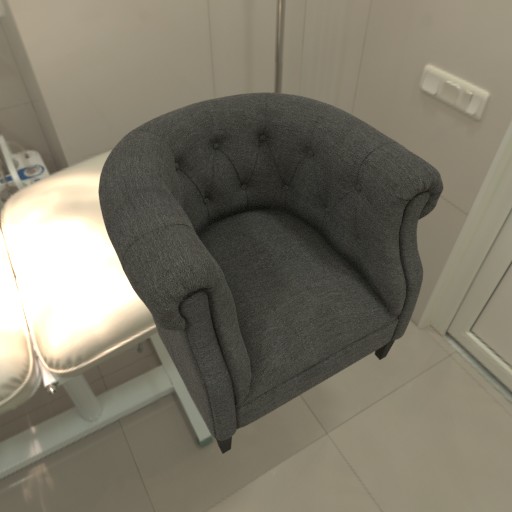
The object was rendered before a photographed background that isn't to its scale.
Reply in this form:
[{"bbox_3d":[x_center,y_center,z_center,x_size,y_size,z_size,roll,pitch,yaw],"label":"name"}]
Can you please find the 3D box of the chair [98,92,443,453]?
[{"bbox_3d":[0.000,0.000,1.536,0.905,0.827,0.852,-23,51,-21],"label":"chair"}]
